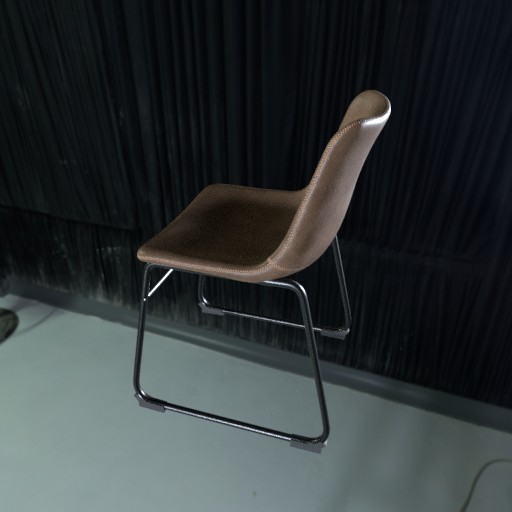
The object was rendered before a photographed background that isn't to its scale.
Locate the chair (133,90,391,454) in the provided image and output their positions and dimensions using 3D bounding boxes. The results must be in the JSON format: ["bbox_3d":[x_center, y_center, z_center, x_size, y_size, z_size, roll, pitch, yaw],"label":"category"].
[{"bbox_3d":[0.000,0.000,1.130,0.551,0.780,0.460,9,32,15],"label":"chair"}]
